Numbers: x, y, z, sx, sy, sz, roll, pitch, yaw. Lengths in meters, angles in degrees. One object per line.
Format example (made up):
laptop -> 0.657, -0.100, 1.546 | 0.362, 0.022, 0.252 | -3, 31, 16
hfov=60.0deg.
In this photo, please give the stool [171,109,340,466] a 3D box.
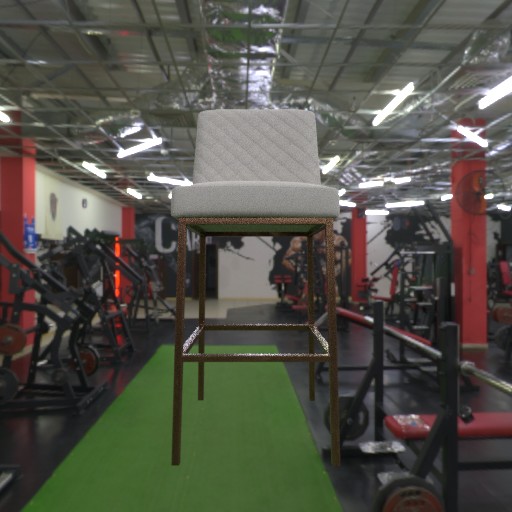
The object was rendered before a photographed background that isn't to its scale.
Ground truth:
stool -> 0.000, 0.000, 1.411 | 0.462, 1.084, 0.546 | 0, 0, 0
